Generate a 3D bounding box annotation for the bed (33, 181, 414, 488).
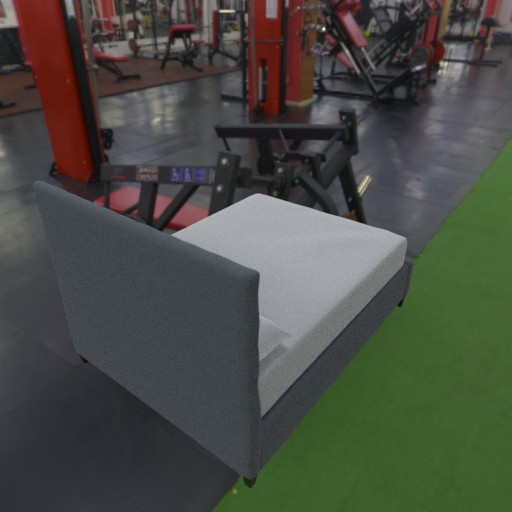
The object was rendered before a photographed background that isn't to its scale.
[{"bbox_3d":[0.000,0.000,3.291,1.698,1.427,2.231,22,37,32],"label":"bed"}]
